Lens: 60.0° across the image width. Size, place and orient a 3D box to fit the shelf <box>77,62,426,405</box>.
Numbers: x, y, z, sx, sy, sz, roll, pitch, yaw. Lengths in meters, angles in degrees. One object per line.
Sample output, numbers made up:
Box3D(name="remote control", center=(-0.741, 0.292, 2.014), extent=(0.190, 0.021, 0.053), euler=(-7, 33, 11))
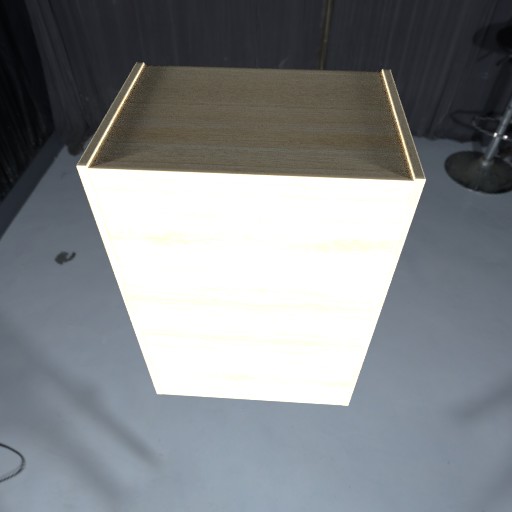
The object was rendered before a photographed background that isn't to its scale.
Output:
Box3D(name="shelf", center=(0.000, 0.000, 0.833), extent=(0.414, 0.592, 0.290), euler=(3, 47, 3))
